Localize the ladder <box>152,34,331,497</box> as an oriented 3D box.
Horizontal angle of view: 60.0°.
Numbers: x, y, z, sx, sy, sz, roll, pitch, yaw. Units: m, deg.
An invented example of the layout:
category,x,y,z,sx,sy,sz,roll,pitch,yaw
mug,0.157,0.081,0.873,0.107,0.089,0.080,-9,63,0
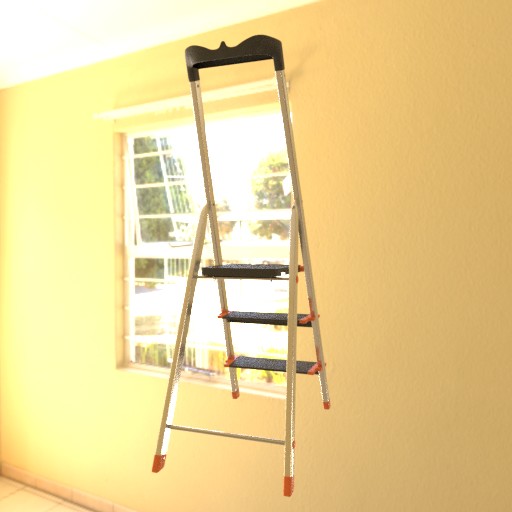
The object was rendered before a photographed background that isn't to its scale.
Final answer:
category,x,y,z,sx,sy,sz,roll,pitch,yaw
ladder,0.000,0.000,1.519,0.416,1.229,0.686,0,1,18
